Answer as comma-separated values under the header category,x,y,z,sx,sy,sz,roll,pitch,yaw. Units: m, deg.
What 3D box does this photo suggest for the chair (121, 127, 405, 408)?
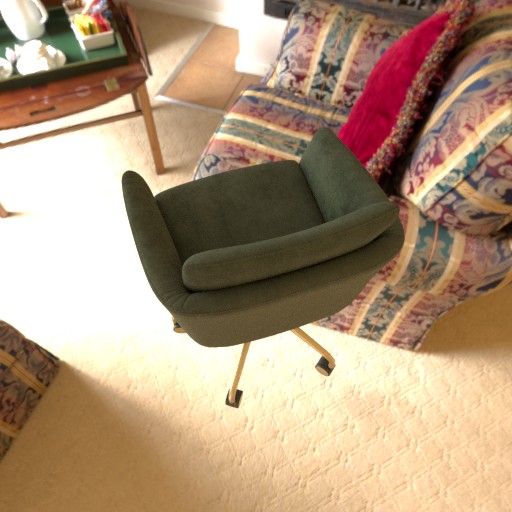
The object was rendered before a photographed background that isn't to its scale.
category,x,y,z,sx,sy,sz,roll,pitch,yaw
chair,0.000,0.000,1.342,0.641,0.908,0.635,-16,58,-10
